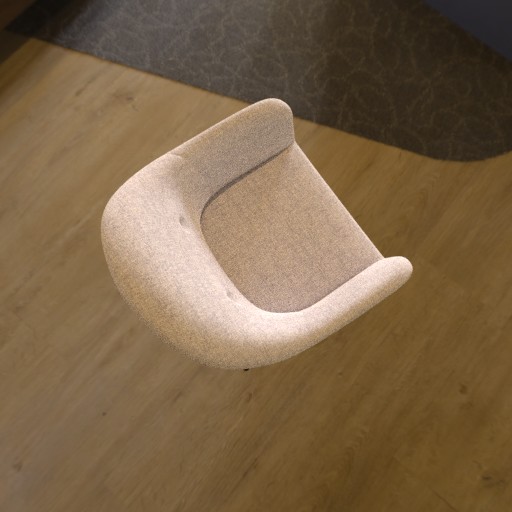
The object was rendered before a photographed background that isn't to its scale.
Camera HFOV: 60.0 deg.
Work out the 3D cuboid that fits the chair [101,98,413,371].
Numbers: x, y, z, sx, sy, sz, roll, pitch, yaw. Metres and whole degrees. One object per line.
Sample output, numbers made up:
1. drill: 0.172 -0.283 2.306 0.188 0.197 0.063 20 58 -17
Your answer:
1. chair: 0.000 0.000 1.165 0.570 0.780 0.540 -33 79 -8
